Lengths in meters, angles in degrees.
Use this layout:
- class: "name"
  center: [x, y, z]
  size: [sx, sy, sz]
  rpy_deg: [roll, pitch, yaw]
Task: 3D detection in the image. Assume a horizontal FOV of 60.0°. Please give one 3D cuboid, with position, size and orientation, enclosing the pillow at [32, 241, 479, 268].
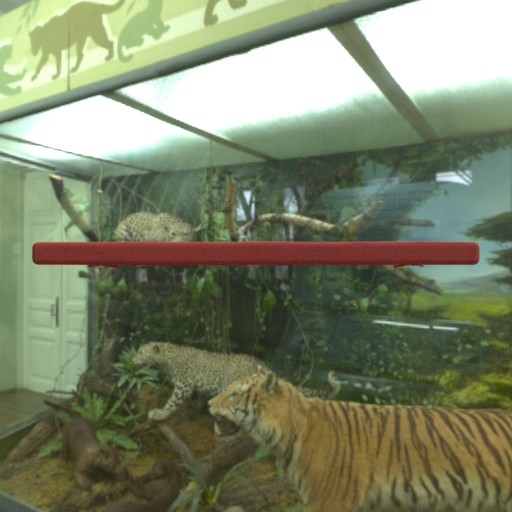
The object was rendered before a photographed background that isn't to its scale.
- class: "pillow"
  center: [0.000, 0.000, 1.364]
  size: [1.187, 0.081, 0.492]
  rpy_deg: [0, -1, 0]
